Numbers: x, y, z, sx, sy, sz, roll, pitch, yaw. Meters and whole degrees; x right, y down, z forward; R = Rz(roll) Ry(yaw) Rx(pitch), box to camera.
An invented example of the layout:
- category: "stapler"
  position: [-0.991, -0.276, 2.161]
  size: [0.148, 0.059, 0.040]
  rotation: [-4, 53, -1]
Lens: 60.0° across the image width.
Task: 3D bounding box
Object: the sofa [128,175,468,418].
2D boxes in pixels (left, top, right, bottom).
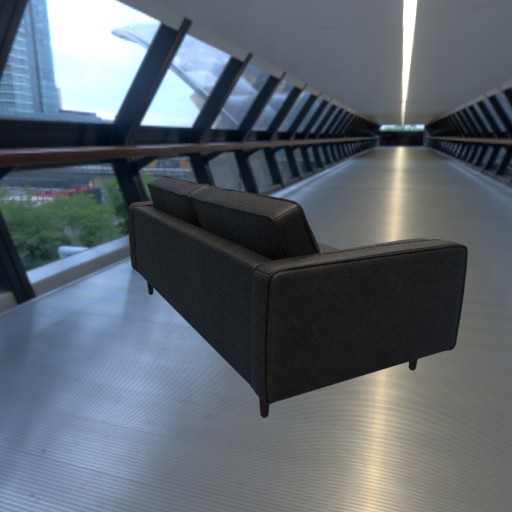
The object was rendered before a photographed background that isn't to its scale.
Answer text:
- category: "sofa"
  position: [0.000, 0.000, 2.332]
  size: [0.921, 0.770, 1.879]
  rotation: [-7, 16, -27]
